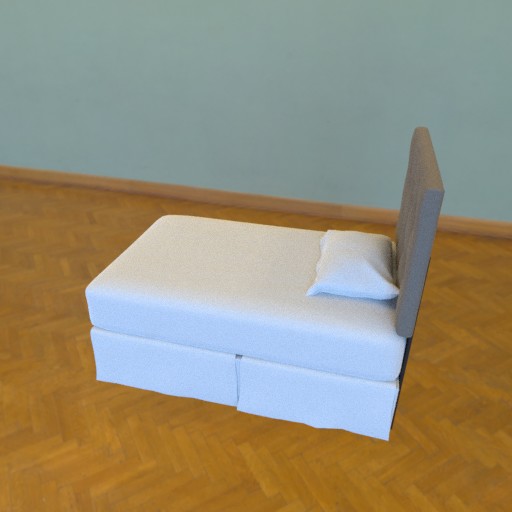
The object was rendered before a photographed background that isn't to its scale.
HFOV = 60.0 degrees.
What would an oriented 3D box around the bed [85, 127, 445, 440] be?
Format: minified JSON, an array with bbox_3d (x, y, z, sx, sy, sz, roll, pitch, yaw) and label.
[{"bbox_3d":[0.000,0.000,2.955,1.997,1.571,1.261,8,31,13],"label":"bed"}]
